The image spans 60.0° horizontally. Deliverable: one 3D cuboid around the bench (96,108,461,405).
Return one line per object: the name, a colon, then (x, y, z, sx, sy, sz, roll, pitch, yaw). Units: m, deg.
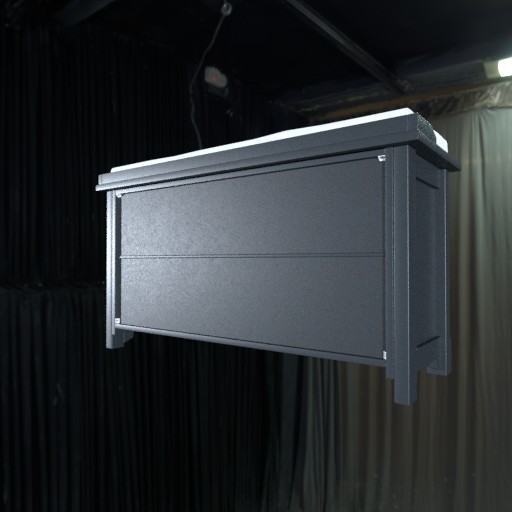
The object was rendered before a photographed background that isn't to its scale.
bench: (0.000, 0.000, 1.213, 0.973, 0.561, 0.345, -1, -1, 36)
